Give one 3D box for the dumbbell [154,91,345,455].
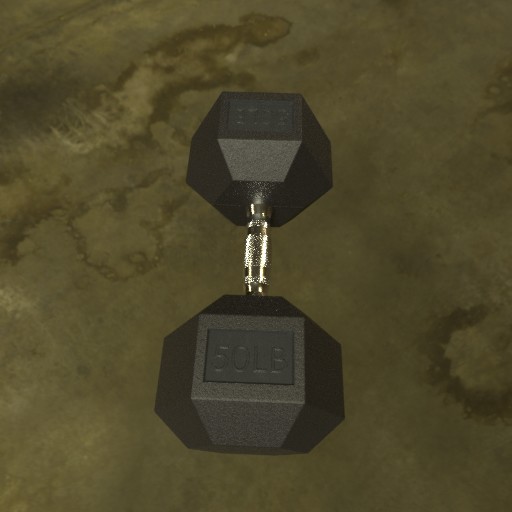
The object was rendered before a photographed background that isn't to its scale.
[{"bbox_3d":[0.000,0.000,0.475,0.173,0.150,0.384,2,63,1],"label":"dumbbell"}]
